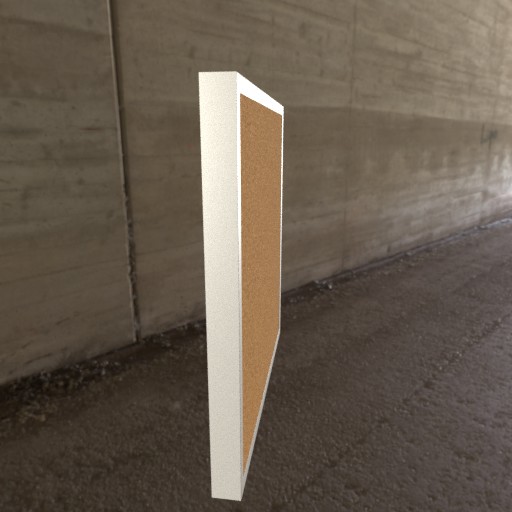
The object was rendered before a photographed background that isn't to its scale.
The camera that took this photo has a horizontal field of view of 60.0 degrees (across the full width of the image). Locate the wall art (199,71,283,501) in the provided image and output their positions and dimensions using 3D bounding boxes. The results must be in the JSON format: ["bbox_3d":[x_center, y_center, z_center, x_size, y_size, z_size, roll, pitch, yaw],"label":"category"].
[{"bbox_3d":[0.000,0.000,0.739,0.038,0.505,0.506,2,15,8],"label":"wall art"}]
